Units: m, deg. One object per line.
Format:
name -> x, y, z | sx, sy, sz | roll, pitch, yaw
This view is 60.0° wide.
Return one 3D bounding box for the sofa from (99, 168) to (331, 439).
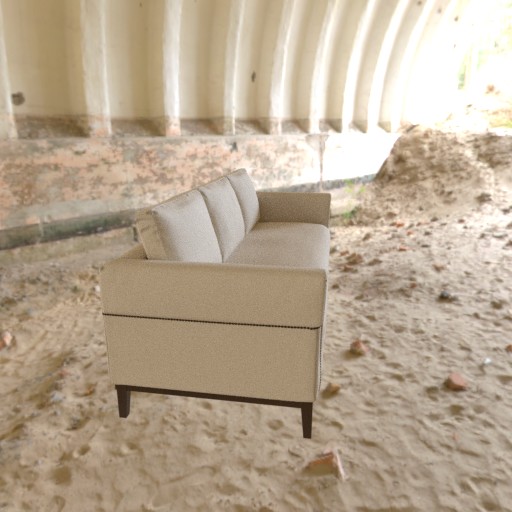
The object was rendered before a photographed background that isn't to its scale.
sofa -> 0.000, 0.000, 2.748 | 0.902, 0.911, 2.198 | 3, 16, 9
